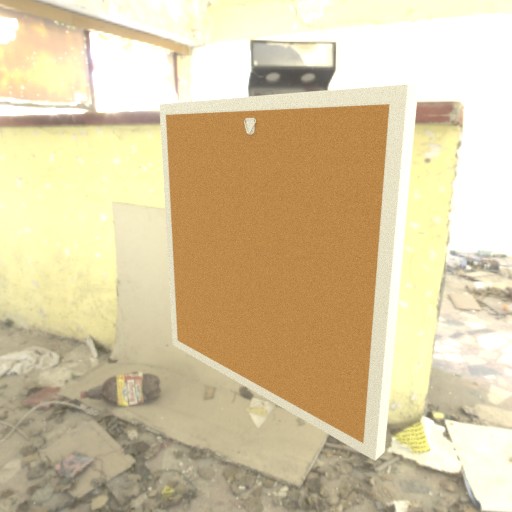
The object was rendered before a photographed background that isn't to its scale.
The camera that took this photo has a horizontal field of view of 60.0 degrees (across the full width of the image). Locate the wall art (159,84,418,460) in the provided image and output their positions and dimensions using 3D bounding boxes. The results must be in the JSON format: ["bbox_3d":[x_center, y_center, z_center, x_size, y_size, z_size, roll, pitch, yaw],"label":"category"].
[{"bbox_3d":[0.000,0.000,1.123,0.050,0.762,0.761,-15,21,-43],"label":"wall art"}]
